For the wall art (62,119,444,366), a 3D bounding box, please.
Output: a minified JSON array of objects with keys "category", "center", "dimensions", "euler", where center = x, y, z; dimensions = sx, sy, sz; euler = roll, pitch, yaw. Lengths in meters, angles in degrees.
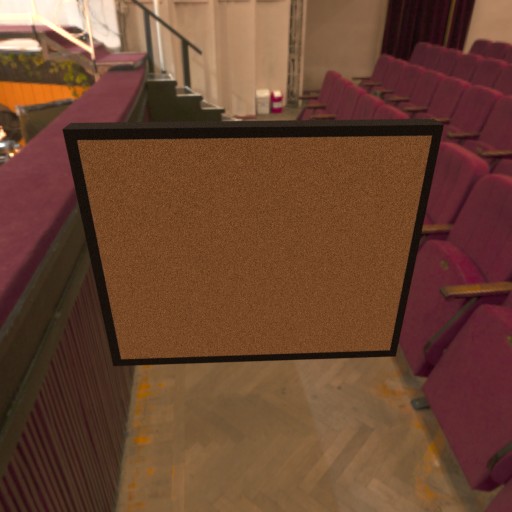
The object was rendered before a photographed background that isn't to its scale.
[{"category":"wall art","center":[0.000,0.000,0.553],"dimensions":[0.397,0.325,0.028],"euler":[-1,30,-2]}]
